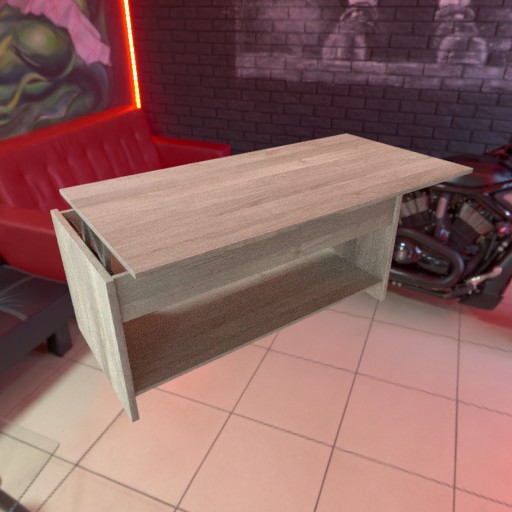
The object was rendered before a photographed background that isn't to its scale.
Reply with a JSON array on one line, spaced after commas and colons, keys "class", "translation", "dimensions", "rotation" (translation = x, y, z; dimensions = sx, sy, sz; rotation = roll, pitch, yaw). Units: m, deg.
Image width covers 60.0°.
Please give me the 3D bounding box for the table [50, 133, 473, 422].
[{"class": "table", "translation": [0.000, 0.000, 1.391], "dimensions": [1.000, 0.570, 0.712], "rotation": [-19, 34, -30]}]
